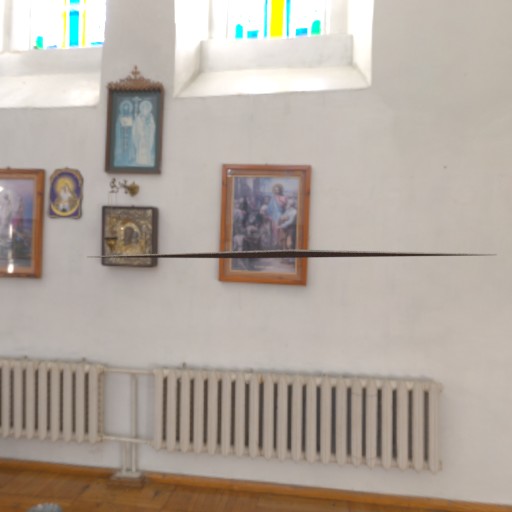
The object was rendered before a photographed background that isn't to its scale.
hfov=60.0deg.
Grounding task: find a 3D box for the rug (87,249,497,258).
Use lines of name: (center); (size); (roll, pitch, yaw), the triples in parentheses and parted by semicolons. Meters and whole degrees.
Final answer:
rug: (0.000, 0.000, 2.947); (1.507, 0.007, 2.433); (1, -1, -37)
